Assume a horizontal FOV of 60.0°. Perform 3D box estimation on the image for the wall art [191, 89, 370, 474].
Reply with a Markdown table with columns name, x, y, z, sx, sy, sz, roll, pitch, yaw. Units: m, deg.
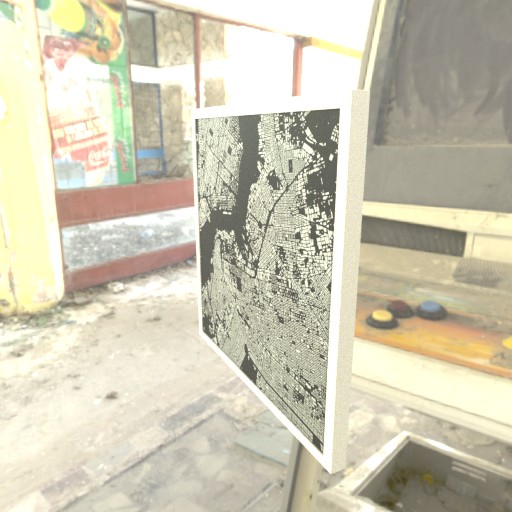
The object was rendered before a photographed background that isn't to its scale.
| name | x | y | z | sx | sy | sz | roll | pitch | yaw |
| --- | --- | --- | --- | --- | --- | --- | --- | --- | --- |
| wall art | 0.000 | 0.000 | 1.164 | 0.050 | 0.762 | 0.761 | -8 | 18 | -27 |
